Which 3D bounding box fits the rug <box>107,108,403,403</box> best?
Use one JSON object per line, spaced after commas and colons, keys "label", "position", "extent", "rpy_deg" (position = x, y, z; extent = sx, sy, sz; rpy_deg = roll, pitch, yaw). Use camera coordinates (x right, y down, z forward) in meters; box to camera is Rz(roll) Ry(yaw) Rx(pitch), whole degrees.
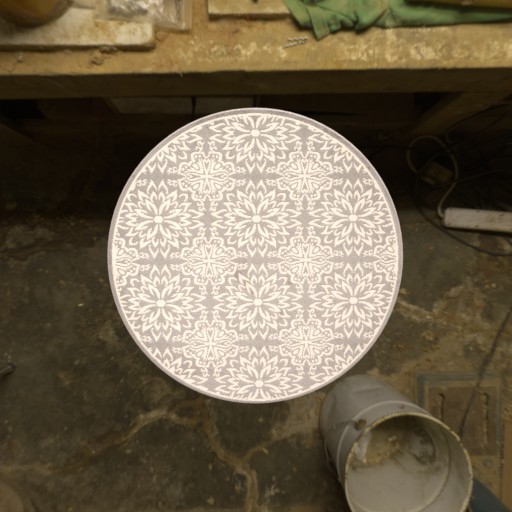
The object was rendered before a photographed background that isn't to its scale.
{"label": "rug", "position": [0.000, 0.000, 2.387], "extent": [1.593, 0.012, 1.593], "rpy_deg": [0, 90, -1]}
